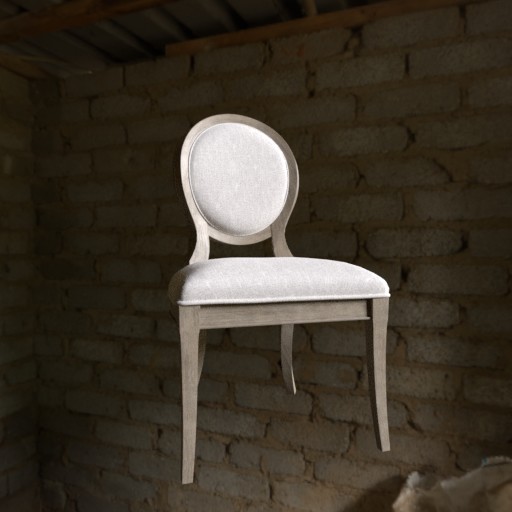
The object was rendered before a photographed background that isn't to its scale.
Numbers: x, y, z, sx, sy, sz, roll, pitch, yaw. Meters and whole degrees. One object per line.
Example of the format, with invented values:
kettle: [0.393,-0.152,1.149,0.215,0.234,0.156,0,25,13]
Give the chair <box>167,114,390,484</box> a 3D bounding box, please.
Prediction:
chair: [0.000,0.000,1.332,0.558,0.990,0.602,0,2,-18]
